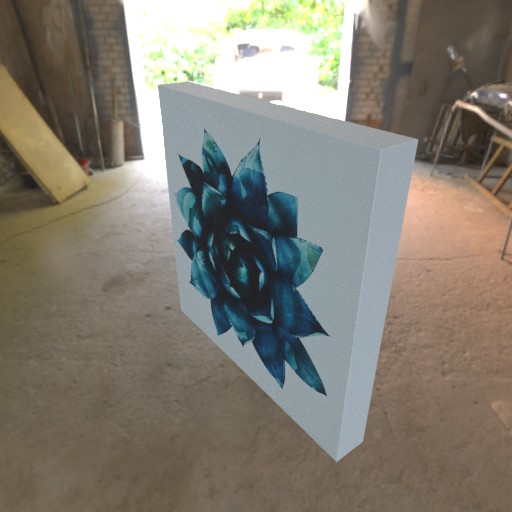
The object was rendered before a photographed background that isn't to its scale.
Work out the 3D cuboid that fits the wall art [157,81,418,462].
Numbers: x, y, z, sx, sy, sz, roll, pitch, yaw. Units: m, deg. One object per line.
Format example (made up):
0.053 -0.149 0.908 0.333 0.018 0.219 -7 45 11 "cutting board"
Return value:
0.000 0.000 0.464 0.038 0.305 0.305 -21 36 -32 "wall art"
